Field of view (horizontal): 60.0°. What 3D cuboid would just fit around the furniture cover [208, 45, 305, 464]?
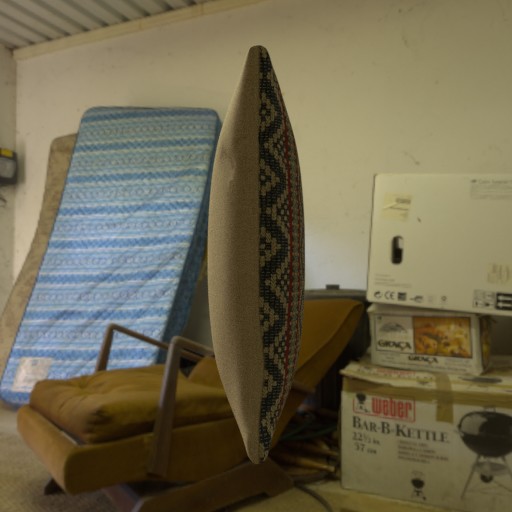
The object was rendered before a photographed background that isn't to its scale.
[{"bbox_3d":[0.000,0.000,0.665,0.139,0.431,0.431,0,-1,-1],"label":"furniture cover"}]
